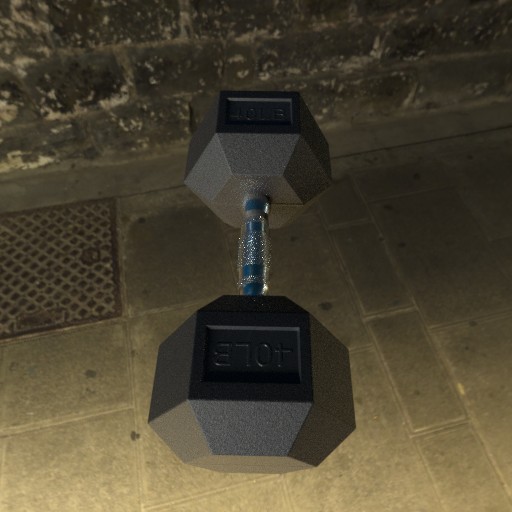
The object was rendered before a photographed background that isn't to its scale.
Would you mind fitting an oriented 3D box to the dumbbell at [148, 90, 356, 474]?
[{"bbox_3d":[0.000,0.000,0.418,0.157,0.137,0.361,1,57,1],"label":"dumbbell"}]
